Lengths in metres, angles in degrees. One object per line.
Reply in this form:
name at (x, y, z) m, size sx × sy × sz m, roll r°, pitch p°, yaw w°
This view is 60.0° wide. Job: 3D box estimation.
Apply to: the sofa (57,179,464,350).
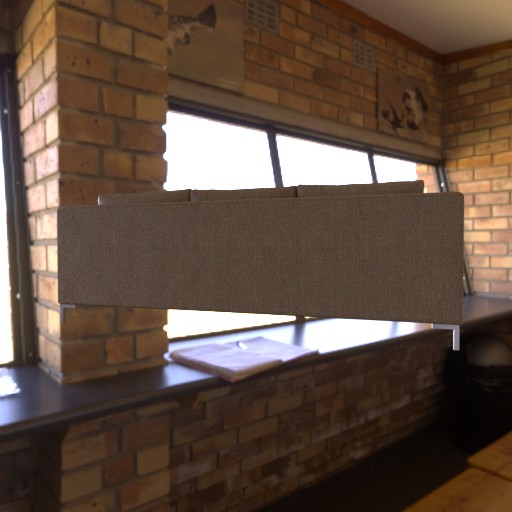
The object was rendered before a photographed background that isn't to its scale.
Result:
sofa at (0.000, 0.000, 2.947) m, size 2.415 × 0.867 × 0.969 m, roll 0°, pitch 1°, yaw 19°
